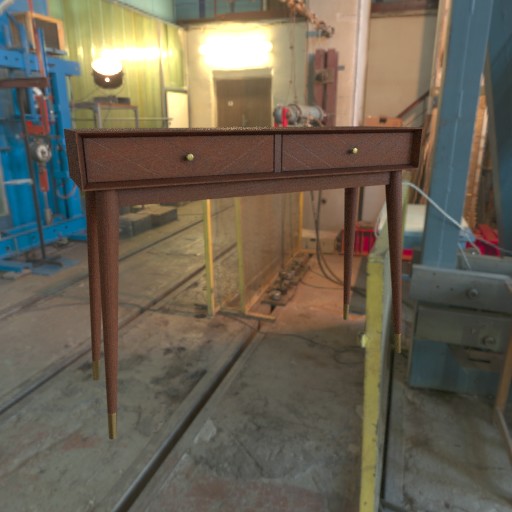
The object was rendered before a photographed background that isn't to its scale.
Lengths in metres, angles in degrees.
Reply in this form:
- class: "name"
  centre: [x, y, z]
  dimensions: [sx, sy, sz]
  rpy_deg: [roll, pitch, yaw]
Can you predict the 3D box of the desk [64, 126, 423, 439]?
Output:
- class: "desk"
  centre: [0.000, 0.000, 1.653]
  dimensions: [1.204, 0.917, 0.384]
  rpy_deg: [-8, 19, -25]
